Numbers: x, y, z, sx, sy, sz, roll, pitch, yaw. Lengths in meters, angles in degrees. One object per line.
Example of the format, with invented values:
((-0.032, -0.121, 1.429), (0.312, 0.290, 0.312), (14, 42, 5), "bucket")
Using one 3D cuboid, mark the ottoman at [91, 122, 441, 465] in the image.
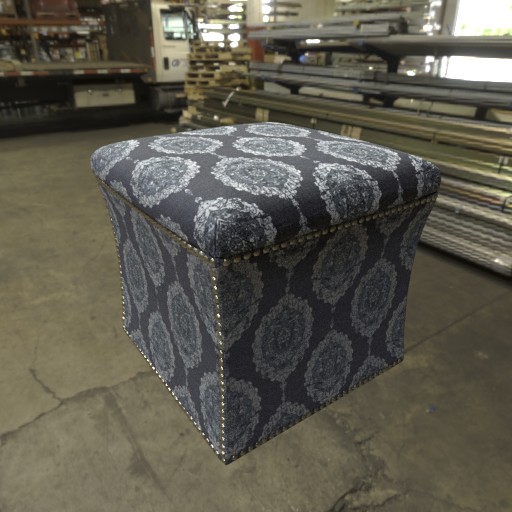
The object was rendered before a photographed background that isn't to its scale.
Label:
((0.000, 0.000, 0.928), (0.497, 0.475, 0.507), (-18, 31, -31), "ottoman")
